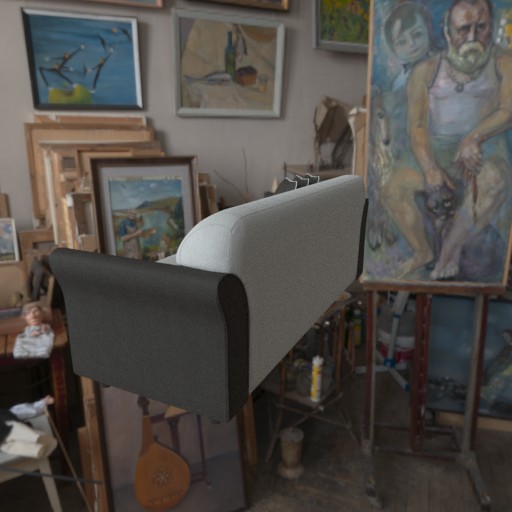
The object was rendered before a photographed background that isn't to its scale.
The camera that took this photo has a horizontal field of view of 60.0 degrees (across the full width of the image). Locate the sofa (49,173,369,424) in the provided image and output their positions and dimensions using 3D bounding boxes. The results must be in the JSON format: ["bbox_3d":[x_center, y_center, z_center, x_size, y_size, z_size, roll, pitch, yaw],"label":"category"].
[{"bbox_3d":[0.000,0.000,2.421,0.755,0.787,2.001,8,17,26],"label":"sofa"}]
